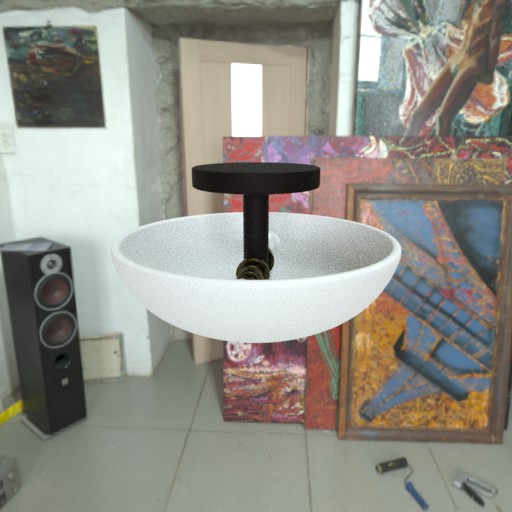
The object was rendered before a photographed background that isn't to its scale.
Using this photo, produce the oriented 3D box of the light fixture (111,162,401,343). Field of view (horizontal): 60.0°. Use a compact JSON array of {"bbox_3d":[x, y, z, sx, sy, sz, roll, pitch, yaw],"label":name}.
[{"bbox_3d":[0.000,0.000,0.534,0.331,0.212,0.331,0,16,0],"label":"light fixture"}]
